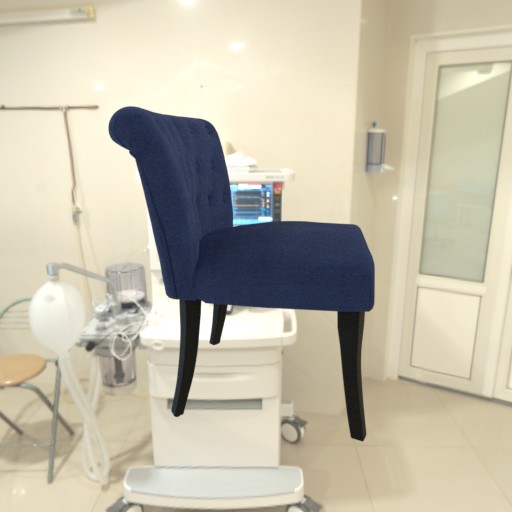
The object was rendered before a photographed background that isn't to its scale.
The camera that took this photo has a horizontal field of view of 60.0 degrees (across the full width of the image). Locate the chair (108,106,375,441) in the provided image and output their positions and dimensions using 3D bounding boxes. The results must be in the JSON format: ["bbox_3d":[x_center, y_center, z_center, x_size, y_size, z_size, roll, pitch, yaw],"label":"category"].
[{"bbox_3d":[0.000,0.000,1.223,0.606,0.753,0.585,2,15,8],"label":"chair"}]
